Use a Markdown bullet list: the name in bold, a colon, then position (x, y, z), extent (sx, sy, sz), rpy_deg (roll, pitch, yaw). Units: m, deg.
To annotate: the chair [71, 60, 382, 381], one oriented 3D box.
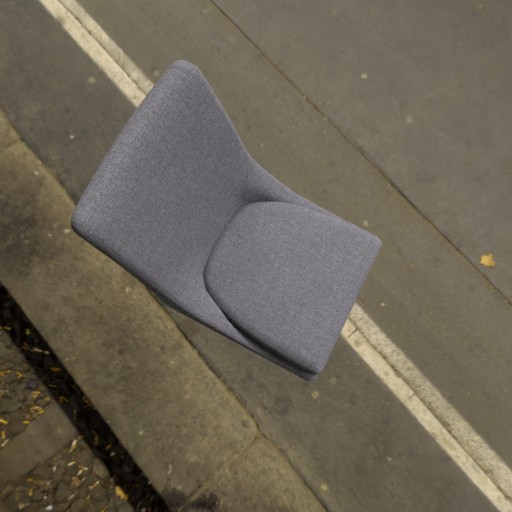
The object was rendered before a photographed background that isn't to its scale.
- **chair**: position (0.000, 0.000, 1.348), extent (0.655, 0.952, 0.508), rpy_deg (27, 78, 6)
